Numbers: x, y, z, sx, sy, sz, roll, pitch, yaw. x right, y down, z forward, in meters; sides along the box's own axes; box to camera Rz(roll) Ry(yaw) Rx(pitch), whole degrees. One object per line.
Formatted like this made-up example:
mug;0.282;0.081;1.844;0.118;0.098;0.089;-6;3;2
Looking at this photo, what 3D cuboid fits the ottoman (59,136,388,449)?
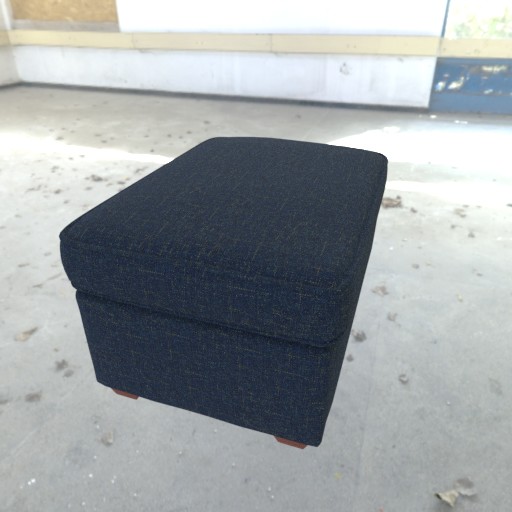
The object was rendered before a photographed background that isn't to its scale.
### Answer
ottoman;0.000;0.000;1.103;0.549;0.450;0.749;10;31;16
